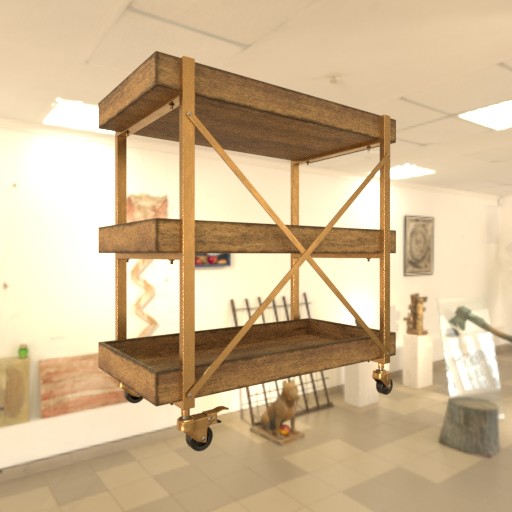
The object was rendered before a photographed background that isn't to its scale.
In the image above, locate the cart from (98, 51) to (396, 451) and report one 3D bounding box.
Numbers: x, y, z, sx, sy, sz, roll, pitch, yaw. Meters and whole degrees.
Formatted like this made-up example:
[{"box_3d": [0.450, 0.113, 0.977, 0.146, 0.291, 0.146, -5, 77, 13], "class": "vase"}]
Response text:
[{"box_3d": [0.000, 0.000, 1.230, 0.750, 0.799, 0.416, 0, 0, -36], "class": "cart"}]
